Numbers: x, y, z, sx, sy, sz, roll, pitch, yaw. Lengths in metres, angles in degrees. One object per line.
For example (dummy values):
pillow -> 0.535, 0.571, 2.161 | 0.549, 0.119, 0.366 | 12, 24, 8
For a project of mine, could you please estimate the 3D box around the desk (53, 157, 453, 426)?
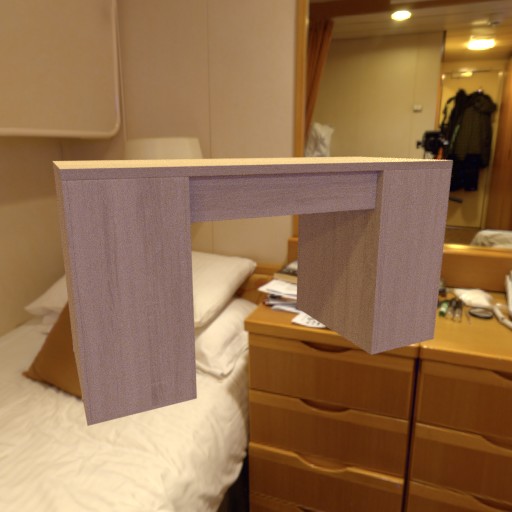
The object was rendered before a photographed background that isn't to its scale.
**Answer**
desk -> 0.000, 0.000, 1.759 | 1.390, 0.740, 0.600 | -7, 16, -25
